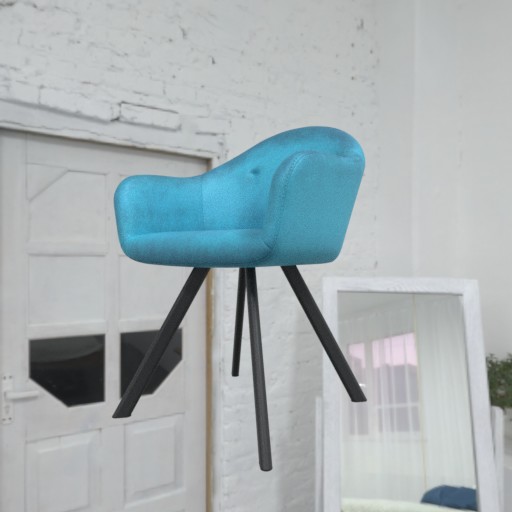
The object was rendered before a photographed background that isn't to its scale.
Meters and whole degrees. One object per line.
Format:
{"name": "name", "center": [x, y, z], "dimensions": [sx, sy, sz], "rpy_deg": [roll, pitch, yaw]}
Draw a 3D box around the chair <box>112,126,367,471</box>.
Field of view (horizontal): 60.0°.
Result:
{"name": "chair", "center": [0.000, 0.000, 1.168], "dimensions": [0.540, 0.780, 0.570], "rpy_deg": [0, 1, 36]}
